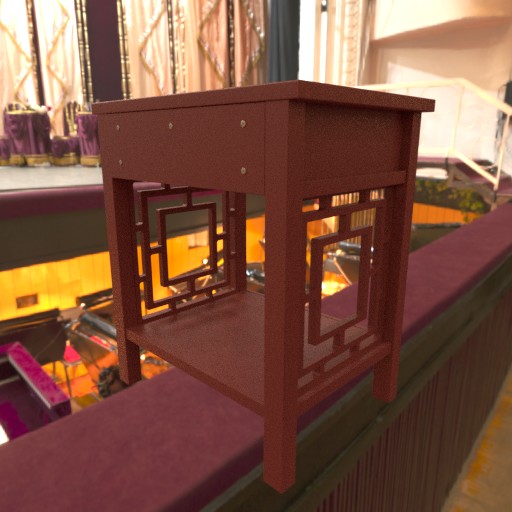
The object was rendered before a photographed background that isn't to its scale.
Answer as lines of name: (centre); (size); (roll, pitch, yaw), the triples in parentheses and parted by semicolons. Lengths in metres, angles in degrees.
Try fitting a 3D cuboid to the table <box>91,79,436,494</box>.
table: (0.000, 0.000, 1.040); (0.599, 0.686, 0.451); (14, 20, 42)
